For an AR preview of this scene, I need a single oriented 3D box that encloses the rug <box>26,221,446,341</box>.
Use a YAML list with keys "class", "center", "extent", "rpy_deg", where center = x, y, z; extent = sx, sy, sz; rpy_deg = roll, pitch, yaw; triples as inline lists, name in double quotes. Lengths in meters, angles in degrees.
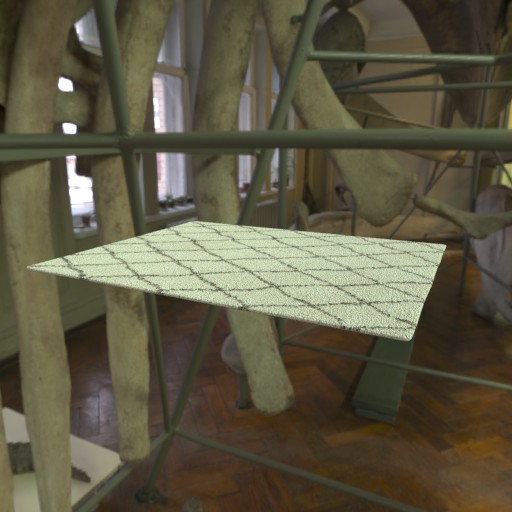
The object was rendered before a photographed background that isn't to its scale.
- class: "rug"
  center: [0.000, 0.000, 4.048]
  extent: [3.047, 0.029, 2.438]
  rpy_deg: [7, 16, 26]
